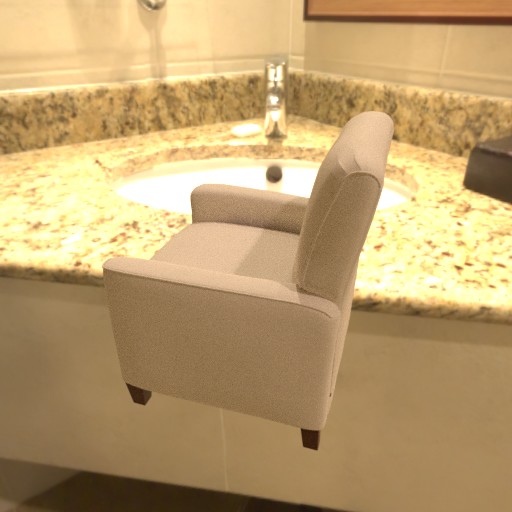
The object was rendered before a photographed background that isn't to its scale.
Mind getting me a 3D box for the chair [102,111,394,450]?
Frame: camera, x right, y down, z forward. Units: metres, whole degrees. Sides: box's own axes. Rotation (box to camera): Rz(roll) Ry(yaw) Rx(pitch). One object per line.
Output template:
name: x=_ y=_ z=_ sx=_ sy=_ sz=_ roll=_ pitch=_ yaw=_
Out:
chair: x=0.000 y=0.000 z=1.676 sx=0.858 sy=1.028 sz=0.841 roll=9 pitch=30 yaw=15
